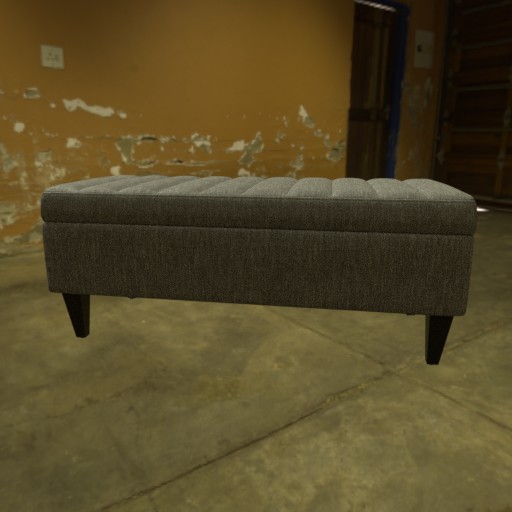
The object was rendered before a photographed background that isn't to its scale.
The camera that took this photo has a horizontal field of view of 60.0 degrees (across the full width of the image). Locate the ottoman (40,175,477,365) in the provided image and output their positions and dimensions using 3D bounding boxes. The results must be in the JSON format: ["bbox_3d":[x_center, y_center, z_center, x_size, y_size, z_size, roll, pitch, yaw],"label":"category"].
[{"bbox_3d":[0.000,0.000,1.397,1.151,0.469,0.482,2,15,9],"label":"ottoman"}]
